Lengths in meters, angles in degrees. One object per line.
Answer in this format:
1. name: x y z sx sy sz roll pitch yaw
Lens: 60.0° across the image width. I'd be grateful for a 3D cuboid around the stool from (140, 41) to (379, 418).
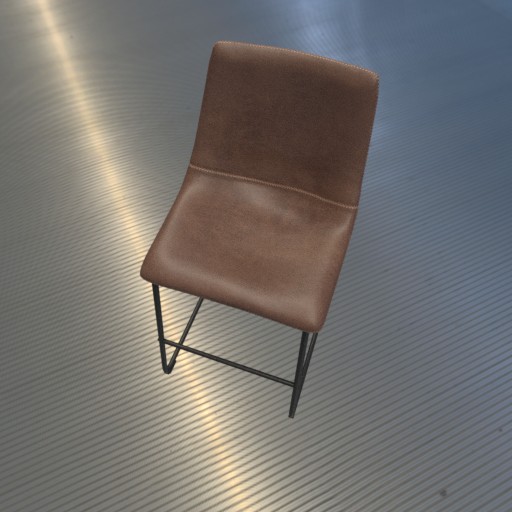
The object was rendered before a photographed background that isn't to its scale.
1. stool: 0.000 0.000 1.211 0.460 0.890 0.550 16 58 10
